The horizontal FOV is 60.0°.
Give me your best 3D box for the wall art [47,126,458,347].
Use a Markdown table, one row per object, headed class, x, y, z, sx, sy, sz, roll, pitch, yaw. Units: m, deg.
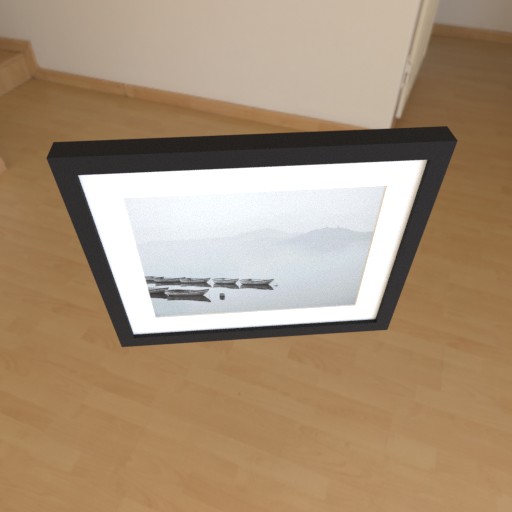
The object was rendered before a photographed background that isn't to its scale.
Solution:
| class | x | y | z | sx | sy | sz | roll | pitch | yaw |
| --- | --- | --- | --- | --- | --- | --- | --- | --- | --- |
| wall art | 0.000 | 0.000 | 0.553 | 0.397 | 0.325 | 0.028 | -3 | 46 | -3 |
